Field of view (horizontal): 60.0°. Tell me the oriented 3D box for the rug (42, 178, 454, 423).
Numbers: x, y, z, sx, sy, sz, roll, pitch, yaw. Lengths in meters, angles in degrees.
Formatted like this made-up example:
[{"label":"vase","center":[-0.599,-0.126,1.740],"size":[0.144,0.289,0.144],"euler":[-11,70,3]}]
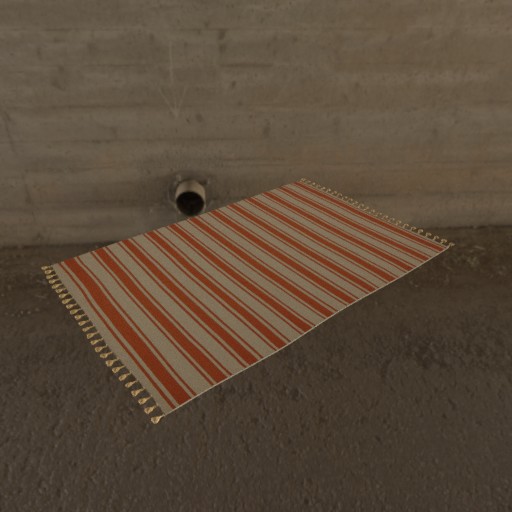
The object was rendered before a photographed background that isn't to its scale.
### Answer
[{"label":"rug","center":[0.000,0.000,3.060],"size":[2.433,0.022,1.556],"euler":[-23,39,-32]}]
